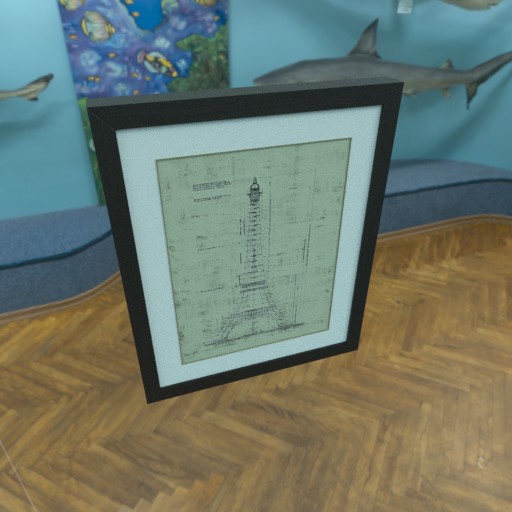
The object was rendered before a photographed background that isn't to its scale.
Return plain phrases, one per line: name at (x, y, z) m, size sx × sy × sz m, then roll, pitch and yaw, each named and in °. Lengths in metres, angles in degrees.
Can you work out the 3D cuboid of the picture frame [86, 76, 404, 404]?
picture frame at (0.000, 0.000, 0.772) m, size 0.452 × 0.555 × 0.044 m, roll -10°, pitch 35°, yaw -15°
